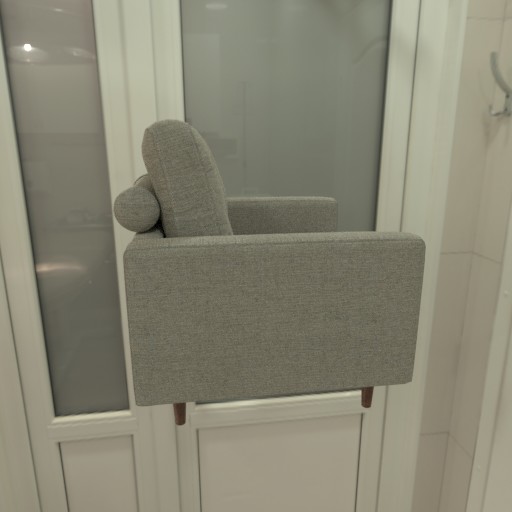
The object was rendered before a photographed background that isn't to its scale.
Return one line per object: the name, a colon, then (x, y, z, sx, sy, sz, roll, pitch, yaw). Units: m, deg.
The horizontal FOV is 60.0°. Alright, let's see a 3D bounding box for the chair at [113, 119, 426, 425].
chair: (0.000, 0.000, 1.524, 0.843, 0.880, 0.821, -2, 15, -8)
